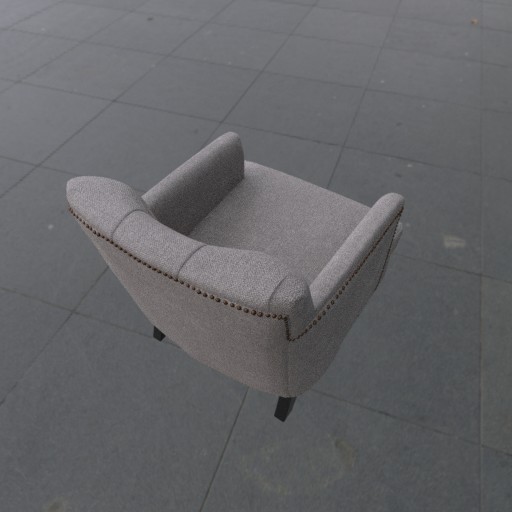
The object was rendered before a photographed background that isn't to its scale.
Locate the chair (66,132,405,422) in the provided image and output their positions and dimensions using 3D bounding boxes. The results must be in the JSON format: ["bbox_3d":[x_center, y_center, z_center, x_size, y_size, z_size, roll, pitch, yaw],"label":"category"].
[{"bbox_3d":[0.000,0.000,1.519,0.737,0.823,0.902,26,52,23],"label":"chair"}]
